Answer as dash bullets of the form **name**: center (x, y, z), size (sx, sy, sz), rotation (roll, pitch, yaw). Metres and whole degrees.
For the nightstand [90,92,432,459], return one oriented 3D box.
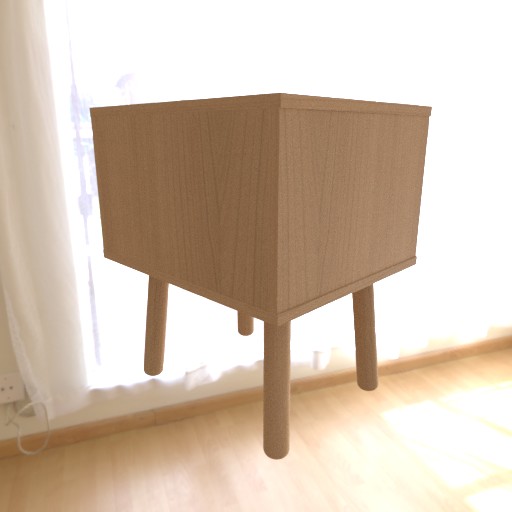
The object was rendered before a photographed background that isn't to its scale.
- **nightstand**: center (0.000, 0.000, 0.831), size (0.450, 0.530, 0.380), rotation (15, 21, 43)
